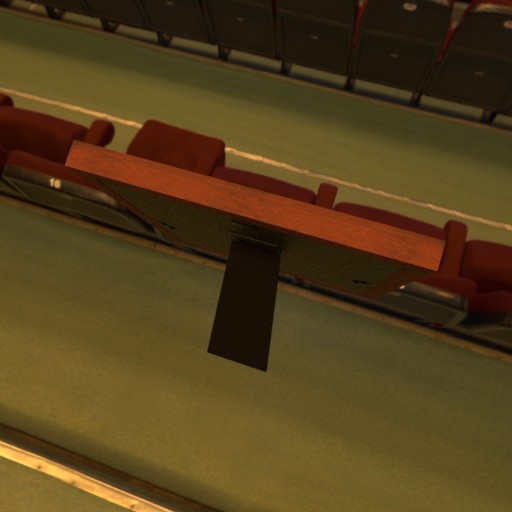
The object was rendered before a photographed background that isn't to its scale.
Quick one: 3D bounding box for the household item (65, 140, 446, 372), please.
[{"bbox_3d":[0.000,0.000,0.385,0.240,0.240,0.131,16,64,8],"label":"household item"}]
